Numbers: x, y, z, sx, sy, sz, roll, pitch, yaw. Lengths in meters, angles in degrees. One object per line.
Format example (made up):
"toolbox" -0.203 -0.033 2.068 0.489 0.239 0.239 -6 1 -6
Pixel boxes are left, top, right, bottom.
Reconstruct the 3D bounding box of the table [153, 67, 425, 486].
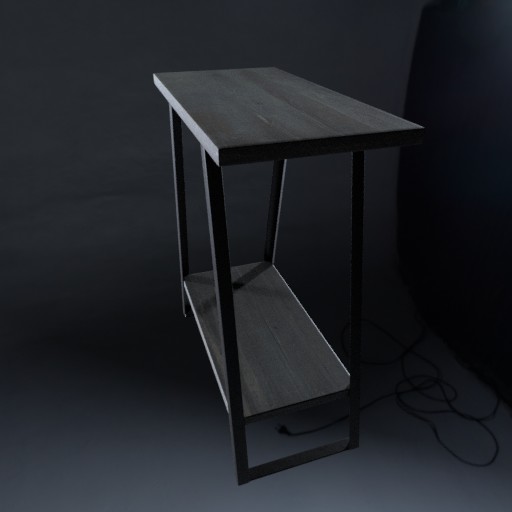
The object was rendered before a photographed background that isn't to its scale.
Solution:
"table" 0.000 0.000 1.001 0.300 0.701 0.599 -10 32 -16
